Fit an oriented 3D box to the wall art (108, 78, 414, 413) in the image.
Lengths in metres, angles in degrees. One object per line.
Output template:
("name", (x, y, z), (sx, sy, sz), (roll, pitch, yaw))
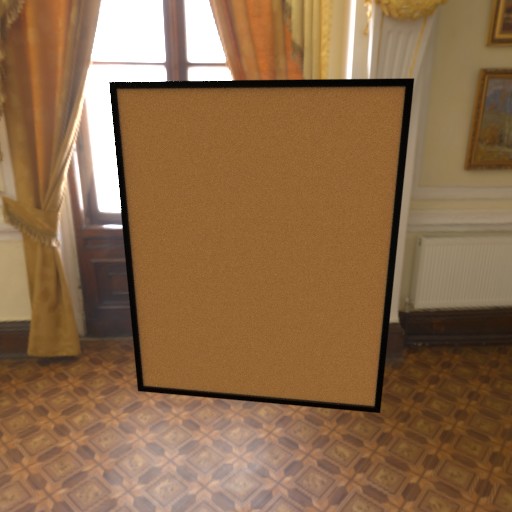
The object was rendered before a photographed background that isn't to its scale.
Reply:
("wall art", (0.000, 0.000, 0.751), (0.451, 0.553, 0.039), (3, 18, 8))
